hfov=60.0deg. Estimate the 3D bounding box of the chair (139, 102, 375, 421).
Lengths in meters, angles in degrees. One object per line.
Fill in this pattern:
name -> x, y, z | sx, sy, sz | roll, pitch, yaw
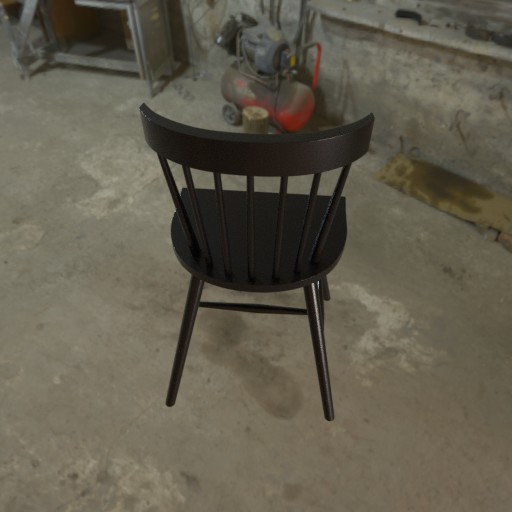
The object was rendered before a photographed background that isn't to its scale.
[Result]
chair -> 0.000, 0.000, 1.181 | 0.506, 0.844, 0.483 | 4, 45, 4
